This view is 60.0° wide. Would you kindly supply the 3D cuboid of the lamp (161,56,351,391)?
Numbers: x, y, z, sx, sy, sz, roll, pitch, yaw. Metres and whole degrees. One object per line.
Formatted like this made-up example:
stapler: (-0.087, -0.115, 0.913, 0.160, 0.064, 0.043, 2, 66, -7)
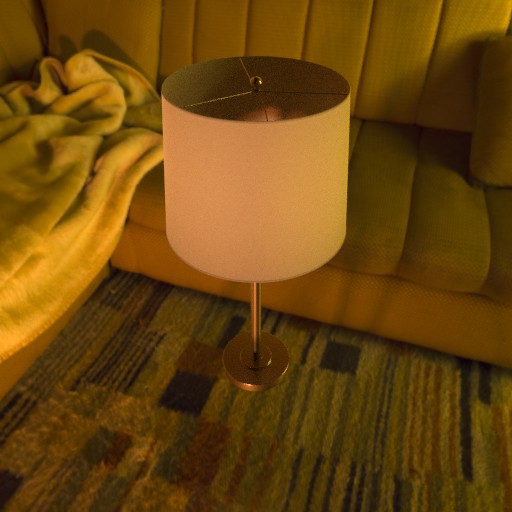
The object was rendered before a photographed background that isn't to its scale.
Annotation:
lamp: (0.000, 0.000, 0.883, 0.333, 0.696, 0.333, 0, 40, 0)
